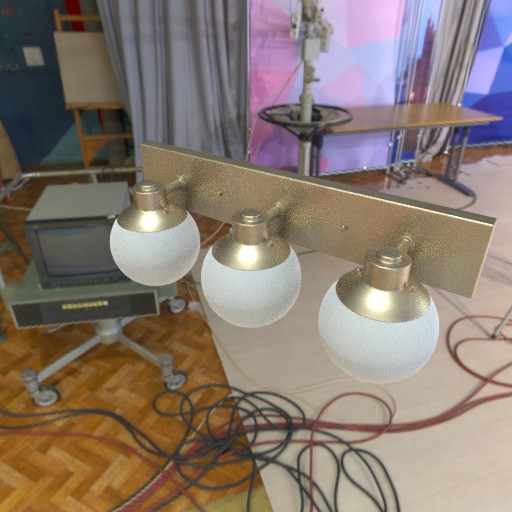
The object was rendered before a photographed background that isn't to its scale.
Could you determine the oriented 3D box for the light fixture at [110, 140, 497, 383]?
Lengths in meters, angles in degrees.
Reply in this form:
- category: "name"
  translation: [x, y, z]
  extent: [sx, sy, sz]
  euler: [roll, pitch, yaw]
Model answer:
- category: "light fixture"
  translation: [0.000, 0.000, 0.821]
  extent: [0.721, 0.263, 0.218]
  euler: [19, 36, 28]
